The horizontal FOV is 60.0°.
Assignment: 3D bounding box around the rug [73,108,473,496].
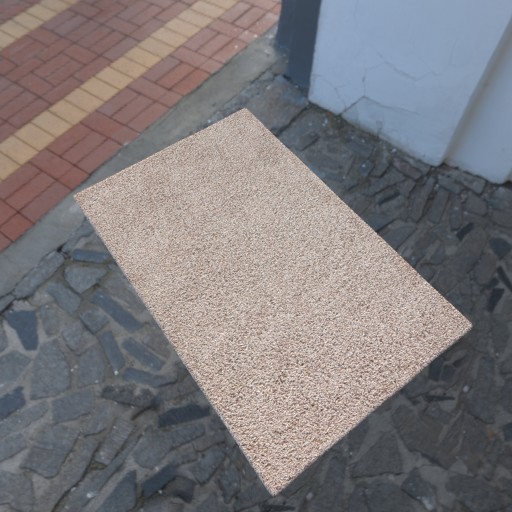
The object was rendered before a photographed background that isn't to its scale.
[{"bbox_3d":[0.000,0.000,3.401,1.778,0.030,2.743,-33,65,-17],"label":"rug"}]
